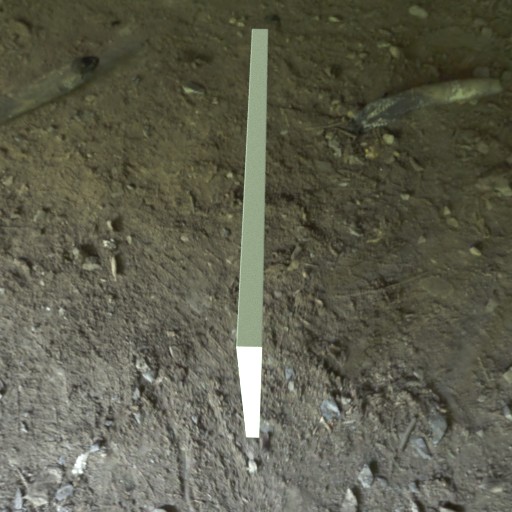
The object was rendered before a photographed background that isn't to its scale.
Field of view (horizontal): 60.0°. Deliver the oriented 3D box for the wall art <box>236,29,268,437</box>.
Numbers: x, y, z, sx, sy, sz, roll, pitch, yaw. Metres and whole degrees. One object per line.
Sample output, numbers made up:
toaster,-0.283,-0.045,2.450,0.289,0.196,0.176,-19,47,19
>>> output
wall art,0.000,0.000,1.148,0.036,0.760,0.760,1,59,1
